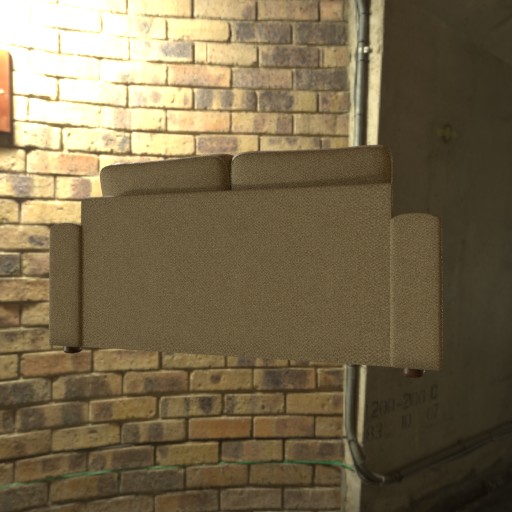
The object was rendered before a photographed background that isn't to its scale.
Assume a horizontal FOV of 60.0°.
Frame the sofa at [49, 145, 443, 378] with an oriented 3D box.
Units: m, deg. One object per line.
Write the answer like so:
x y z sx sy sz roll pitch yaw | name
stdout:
0.000 0.000 2.208 1.616 0.873 1.016 0 -1 16 | sofa
